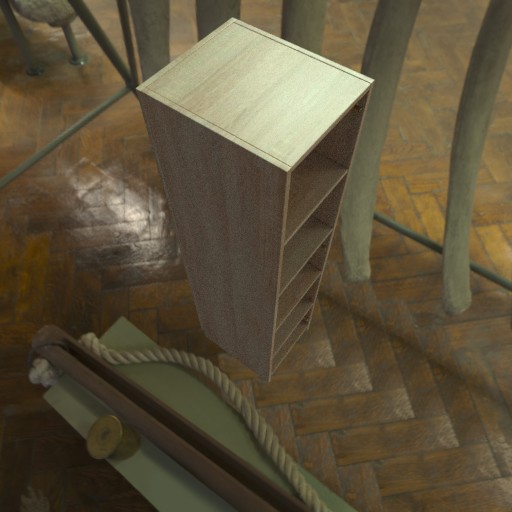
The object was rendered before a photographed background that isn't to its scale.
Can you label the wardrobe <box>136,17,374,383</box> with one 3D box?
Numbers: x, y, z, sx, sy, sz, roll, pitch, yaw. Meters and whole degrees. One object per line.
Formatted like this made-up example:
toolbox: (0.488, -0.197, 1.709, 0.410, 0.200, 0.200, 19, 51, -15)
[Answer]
wardrobe: (0.000, 0.000, 2.324, 0.588, 2.117, 0.496, 33, 64, 18)
